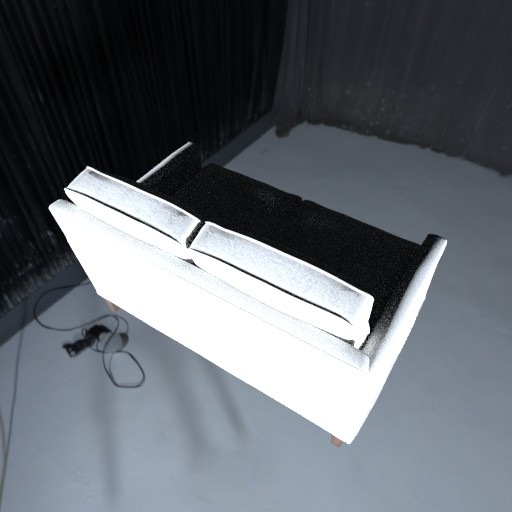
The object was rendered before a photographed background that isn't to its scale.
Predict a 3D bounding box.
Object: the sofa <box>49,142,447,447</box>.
[{"bbox_3d":[0.000,0.000,2.227,1.597,1.003,1.084,25,51,22],"label":"sofa"}]
